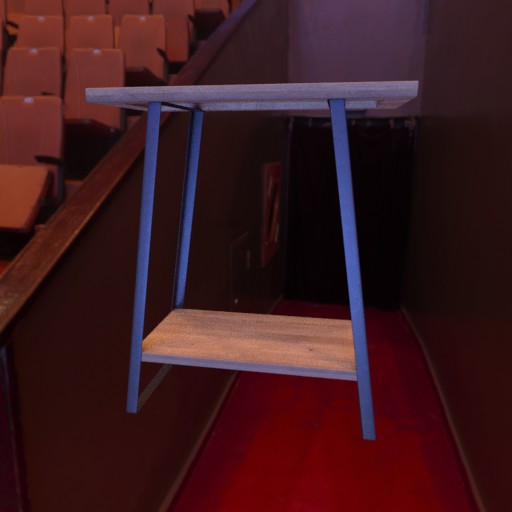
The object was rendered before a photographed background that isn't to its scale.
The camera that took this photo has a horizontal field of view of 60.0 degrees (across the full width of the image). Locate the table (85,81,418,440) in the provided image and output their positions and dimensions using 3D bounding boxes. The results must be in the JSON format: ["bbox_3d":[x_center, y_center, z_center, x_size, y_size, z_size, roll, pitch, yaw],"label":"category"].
[{"bbox_3d":[0.000,0.000,1.012,0.599,0.701,0.300,3,15,10],"label":"table"}]
